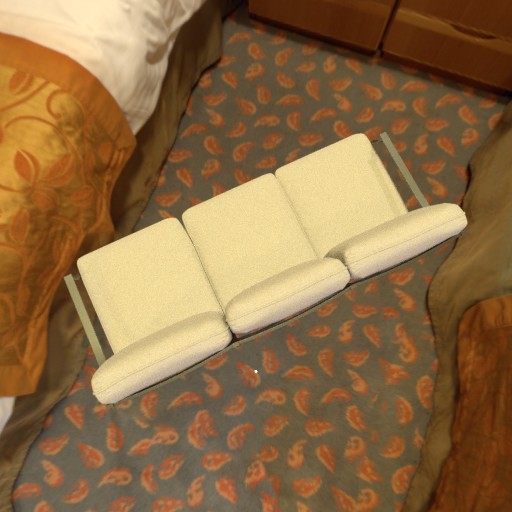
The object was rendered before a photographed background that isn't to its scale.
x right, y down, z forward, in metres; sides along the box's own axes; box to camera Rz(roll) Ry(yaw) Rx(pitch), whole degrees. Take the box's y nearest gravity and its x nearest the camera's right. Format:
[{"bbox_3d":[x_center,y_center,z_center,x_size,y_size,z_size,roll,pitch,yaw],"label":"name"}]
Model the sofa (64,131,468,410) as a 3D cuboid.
[{"bbox_3d":[0.000,0.000,2.227,1.740,0.860,0.787,-25,77,-6],"label":"sofa"}]
